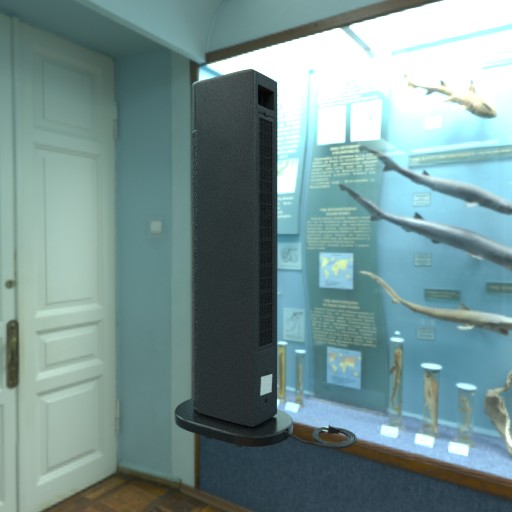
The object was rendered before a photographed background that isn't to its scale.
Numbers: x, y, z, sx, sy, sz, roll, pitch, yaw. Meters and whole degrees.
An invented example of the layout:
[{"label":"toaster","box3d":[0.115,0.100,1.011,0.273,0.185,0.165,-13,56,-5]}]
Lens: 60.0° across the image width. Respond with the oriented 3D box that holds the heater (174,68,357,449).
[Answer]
[{"label":"heater","box3d":[0.000,0.000,1.066,0.458,0.856,0.214,1,2,36]}]
